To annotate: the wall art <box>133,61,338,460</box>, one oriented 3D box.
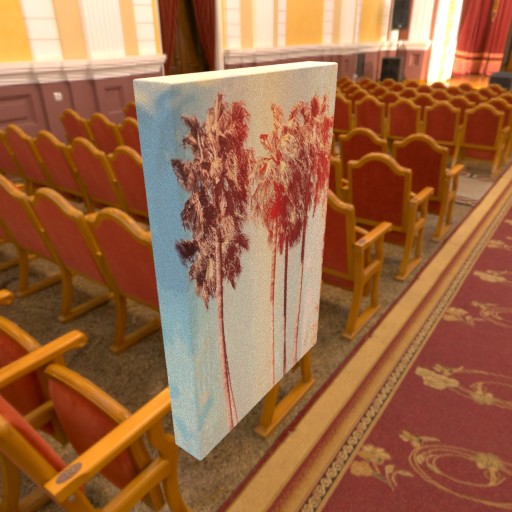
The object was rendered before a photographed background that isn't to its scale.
[{"bbox_3d":[0.000,0.000,0.487,0.039,0.380,0.251,18,32,32],"label":"wall art"}]
